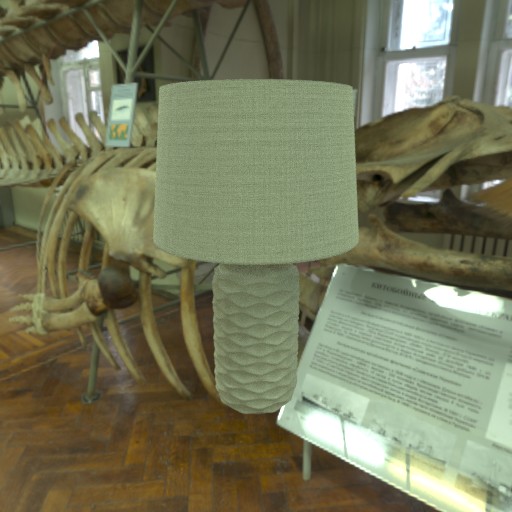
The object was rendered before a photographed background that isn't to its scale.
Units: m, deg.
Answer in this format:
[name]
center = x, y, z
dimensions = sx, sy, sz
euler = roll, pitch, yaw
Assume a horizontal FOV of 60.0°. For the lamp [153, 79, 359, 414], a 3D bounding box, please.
[lamp]
center = 0.000, 0.000, 0.841
dimensions = 0.376, 0.594, 0.376
euler = 0, 16, 0
